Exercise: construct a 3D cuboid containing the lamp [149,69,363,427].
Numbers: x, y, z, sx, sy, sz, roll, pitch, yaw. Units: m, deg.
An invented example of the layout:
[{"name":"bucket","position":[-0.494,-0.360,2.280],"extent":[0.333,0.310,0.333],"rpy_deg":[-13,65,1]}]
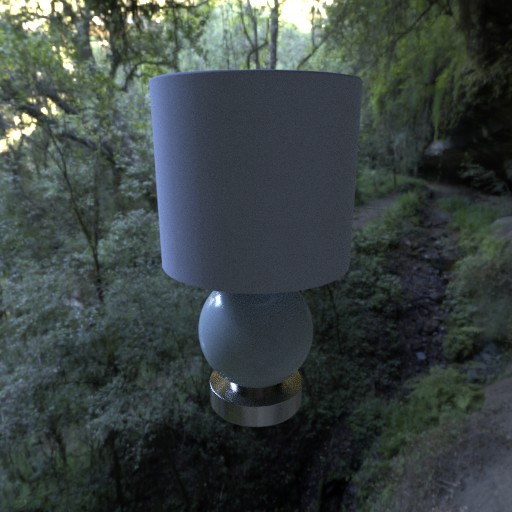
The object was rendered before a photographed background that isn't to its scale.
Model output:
[{"name":"lamp","position":[0.000,0.000,0.478],"extent":[0.201,0.353,0.201],"rpy_deg":[-8,19,-26]}]
